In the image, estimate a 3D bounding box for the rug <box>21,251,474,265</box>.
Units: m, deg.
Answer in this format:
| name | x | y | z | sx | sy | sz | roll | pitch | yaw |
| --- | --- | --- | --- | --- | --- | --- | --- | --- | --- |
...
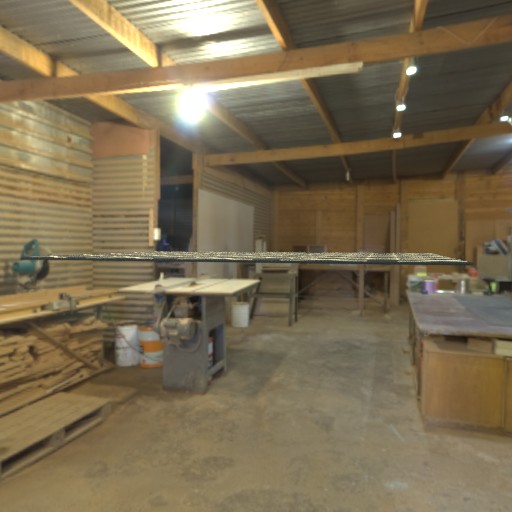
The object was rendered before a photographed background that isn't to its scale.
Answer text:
| name | x | y | z | sx | sy | sz | roll | pitch | yaw |
| --- | --- | --- | --- | --- | --- | --- | --- | --- | --- |
| rug | 0.000 | 0.000 | 2.859 | 2.294 | 0.014 | 1.528 | 1 | 2 | 16 |
